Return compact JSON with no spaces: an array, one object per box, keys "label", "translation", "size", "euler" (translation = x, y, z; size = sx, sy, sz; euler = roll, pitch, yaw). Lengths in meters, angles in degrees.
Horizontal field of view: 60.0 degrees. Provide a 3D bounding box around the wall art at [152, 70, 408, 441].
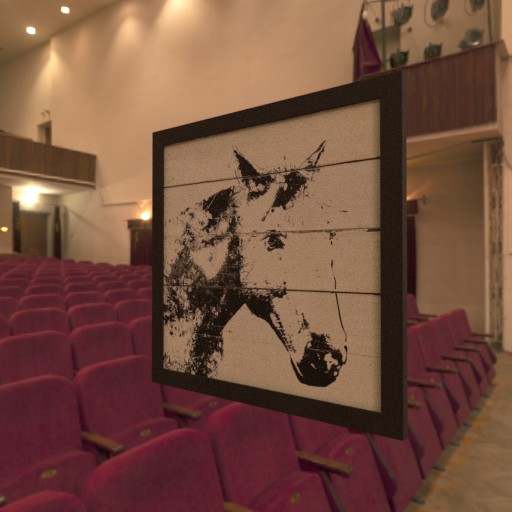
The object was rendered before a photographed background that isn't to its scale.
[{"label":"wall art","translation":[0.000,0.000,1.525],"size":[1.016,1.016,0.038],"euler":[0,-1,36]}]
